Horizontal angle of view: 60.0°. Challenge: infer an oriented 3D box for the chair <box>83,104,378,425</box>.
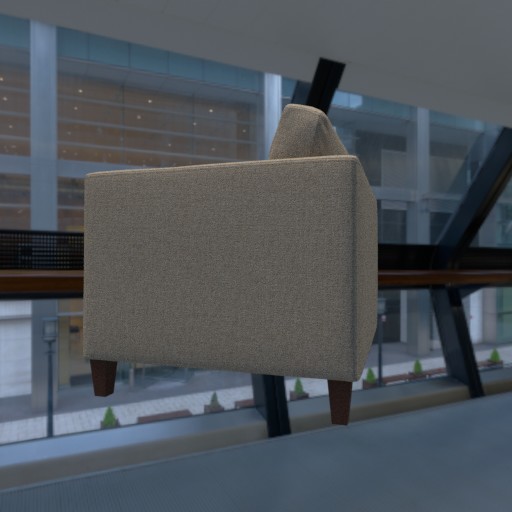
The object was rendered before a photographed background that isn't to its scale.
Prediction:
[{"bbox_3d":[0.000,0.000,1.874,0.959,0.961,1.107,0,0,18],"label":"chair"}]
